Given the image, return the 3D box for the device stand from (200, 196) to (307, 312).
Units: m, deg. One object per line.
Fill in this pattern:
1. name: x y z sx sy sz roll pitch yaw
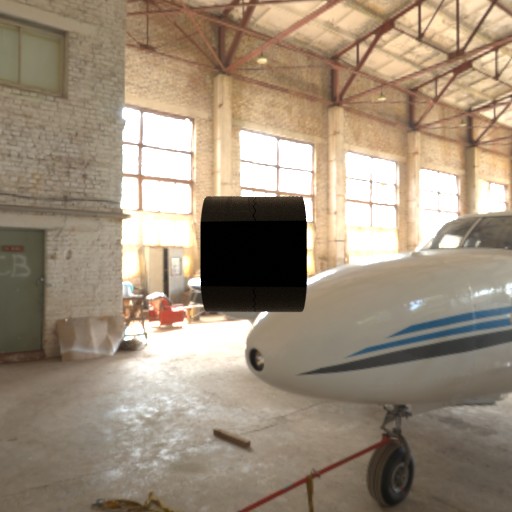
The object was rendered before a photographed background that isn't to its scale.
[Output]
1. device stand: 0.000 0.000 0.187 0.026 0.030 0.179 0 -1 0
